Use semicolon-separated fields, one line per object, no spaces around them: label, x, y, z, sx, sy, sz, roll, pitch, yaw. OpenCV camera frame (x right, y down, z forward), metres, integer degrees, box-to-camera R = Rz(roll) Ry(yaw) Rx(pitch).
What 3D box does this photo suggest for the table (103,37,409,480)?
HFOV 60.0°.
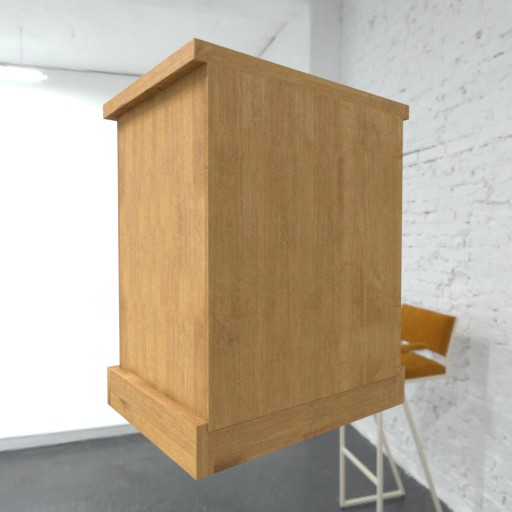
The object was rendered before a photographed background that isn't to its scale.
table;0.000;0.000;1.208;0.660;0.813;0.500;-1;2;-37
